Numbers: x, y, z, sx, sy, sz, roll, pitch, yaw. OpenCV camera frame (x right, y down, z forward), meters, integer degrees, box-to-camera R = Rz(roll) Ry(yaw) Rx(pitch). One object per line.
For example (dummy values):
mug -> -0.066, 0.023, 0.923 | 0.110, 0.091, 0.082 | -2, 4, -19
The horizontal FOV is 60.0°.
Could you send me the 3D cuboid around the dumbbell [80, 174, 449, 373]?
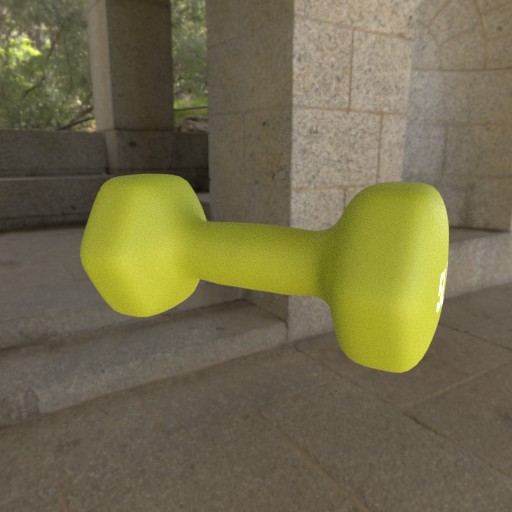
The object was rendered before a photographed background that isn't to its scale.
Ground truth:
dumbbell -> 0.000, 0.000, 0.208 | 0.164, 0.072, 0.080 | 7, 15, 27
